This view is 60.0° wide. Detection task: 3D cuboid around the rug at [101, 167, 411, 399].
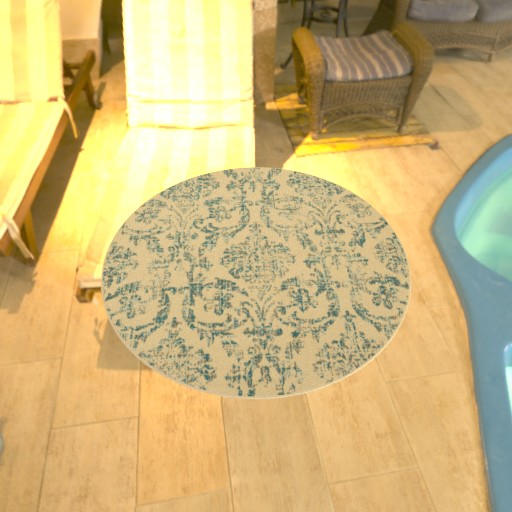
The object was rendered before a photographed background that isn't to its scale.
[{"bbox_3d":[0.000,0.000,2.341,1.593,0.012,1.593,0,47,0],"label":"rug"}]
